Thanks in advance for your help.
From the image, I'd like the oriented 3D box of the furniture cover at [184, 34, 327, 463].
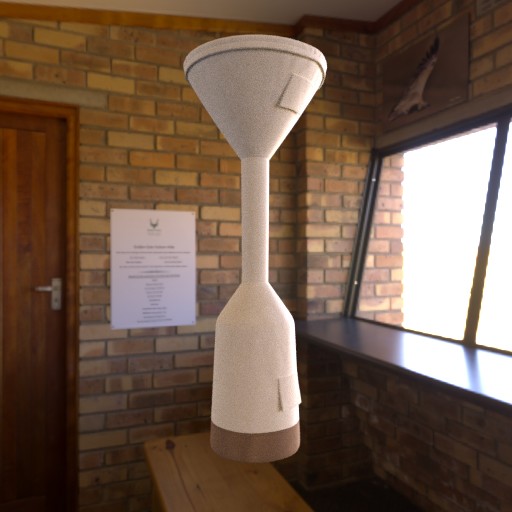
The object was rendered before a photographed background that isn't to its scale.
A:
[{"bbox_3d":[0.000,0.000,2.855,0.914,2.413,0.914,0,0,36],"label":"furniture cover"}]
